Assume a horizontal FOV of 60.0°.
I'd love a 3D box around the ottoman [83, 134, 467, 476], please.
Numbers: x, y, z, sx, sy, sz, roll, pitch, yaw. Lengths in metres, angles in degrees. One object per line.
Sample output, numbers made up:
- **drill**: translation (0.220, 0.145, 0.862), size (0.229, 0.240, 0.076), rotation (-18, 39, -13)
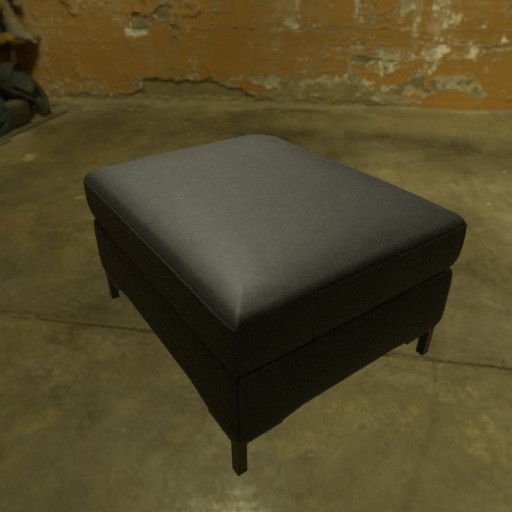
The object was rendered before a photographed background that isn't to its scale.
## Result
- **ottoman**: translation (0.000, 0.000, 1.809), size (0.967, 0.696, 1.187), rotation (-20, 37, -29)
